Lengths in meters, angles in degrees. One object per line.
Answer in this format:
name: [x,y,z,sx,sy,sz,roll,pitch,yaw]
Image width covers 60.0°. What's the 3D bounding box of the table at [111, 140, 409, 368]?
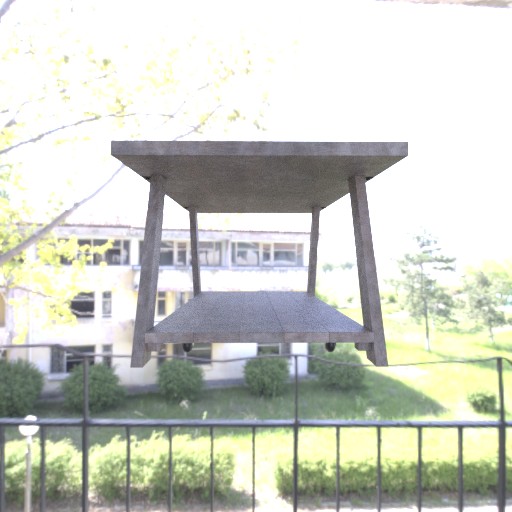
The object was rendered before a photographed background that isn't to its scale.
table: [0.000,0.000,1.514,0.610,0.470,1.219,0,0,-1]
